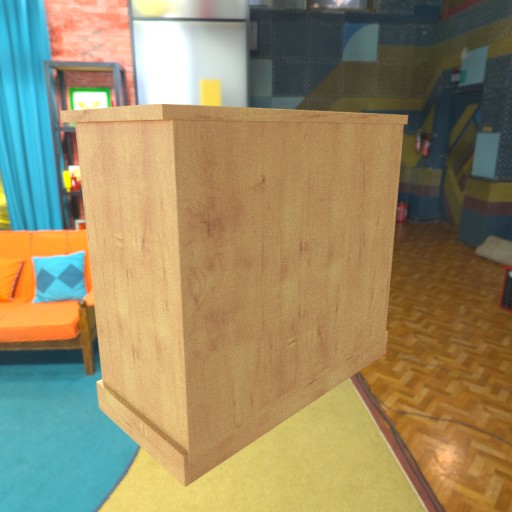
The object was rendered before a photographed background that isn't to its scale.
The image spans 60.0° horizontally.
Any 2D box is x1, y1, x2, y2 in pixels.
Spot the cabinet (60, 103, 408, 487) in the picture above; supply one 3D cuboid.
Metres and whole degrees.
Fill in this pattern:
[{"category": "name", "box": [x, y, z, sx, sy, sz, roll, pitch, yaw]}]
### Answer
[{"category": "cabinet", "box": [0.000, 0.000, 1.370, 0.920, 0.840, 0.450, -15, 22, -43]}]
